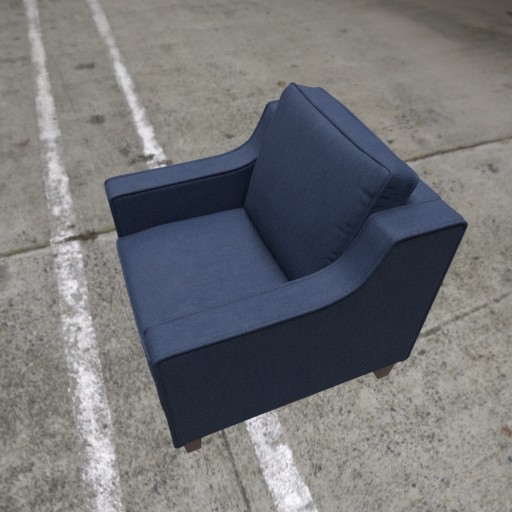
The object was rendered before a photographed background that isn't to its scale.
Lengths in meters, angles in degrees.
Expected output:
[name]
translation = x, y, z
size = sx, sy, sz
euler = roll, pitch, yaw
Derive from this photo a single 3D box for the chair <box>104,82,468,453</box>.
[chair]
translation = 0.000, 0.000, 1.575
size = 0.909, 0.960, 0.831
euler = -16, 47, -15
